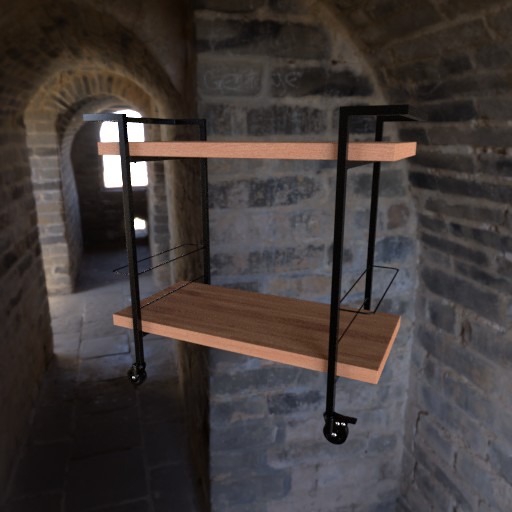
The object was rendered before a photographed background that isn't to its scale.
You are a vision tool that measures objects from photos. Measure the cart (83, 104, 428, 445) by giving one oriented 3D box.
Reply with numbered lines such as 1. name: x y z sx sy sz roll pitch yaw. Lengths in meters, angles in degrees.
1. cart: 0.000 0.000 1.248 0.806 0.762 0.406 7 16 24
